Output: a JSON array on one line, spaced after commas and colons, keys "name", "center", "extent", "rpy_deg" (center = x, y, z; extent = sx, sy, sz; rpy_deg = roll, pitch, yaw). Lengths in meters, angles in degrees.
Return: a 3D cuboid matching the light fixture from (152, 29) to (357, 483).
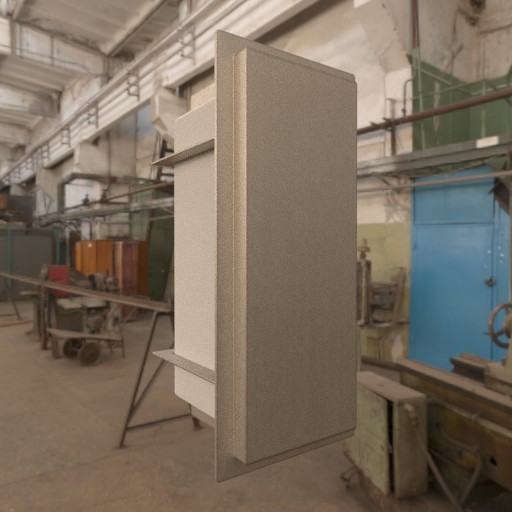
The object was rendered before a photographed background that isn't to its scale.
[{"name": "light fixture", "center": [0.000, 0.000, 0.469], "extent": [0.168, 0.380, 0.160], "rpy_deg": [0, 1, -35]}]
